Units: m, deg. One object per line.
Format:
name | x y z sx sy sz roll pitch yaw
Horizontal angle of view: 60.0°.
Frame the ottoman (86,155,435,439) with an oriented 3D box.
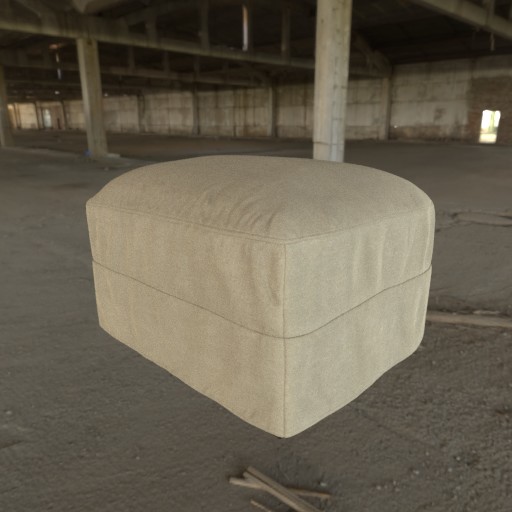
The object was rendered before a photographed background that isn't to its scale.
ottoman | 0.000 0.000 1.096 0.712 0.480 0.584 16 24 42
